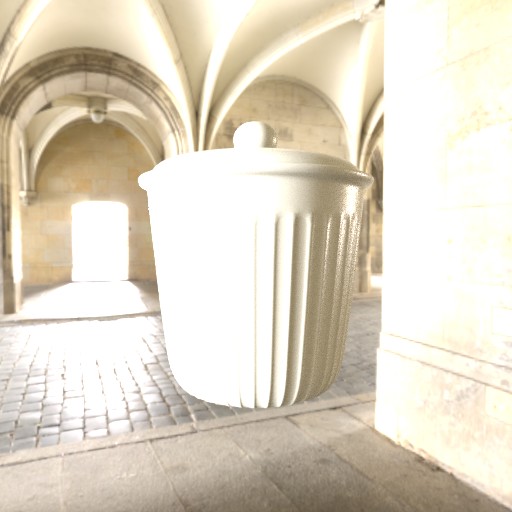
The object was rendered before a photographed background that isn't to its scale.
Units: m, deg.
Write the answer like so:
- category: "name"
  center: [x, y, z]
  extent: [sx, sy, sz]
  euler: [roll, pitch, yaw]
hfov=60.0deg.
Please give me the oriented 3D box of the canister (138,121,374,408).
- category: "canister"
  center: [0.000, 0.000, 0.354]
  extent: [0.181, 0.211, 0.181]
  euler: [0, 2, 0]
